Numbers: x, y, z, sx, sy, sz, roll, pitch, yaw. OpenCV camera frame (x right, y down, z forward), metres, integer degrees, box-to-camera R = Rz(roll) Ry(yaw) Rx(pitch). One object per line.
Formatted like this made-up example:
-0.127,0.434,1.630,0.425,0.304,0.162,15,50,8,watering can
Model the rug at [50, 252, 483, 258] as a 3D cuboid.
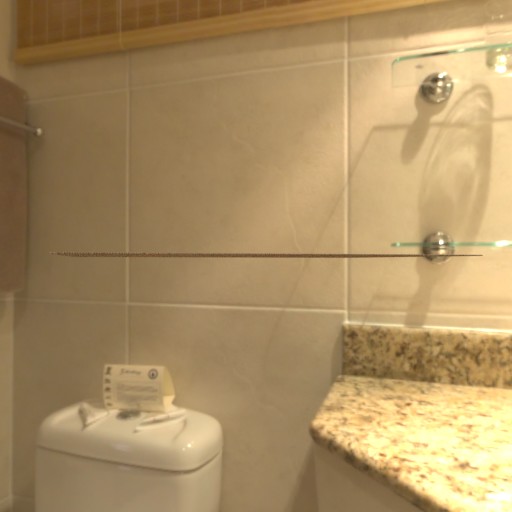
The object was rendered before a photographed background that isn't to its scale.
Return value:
0.000,0.000,3.042,2.427,0.007,1.515,0,-1,-19,rug
